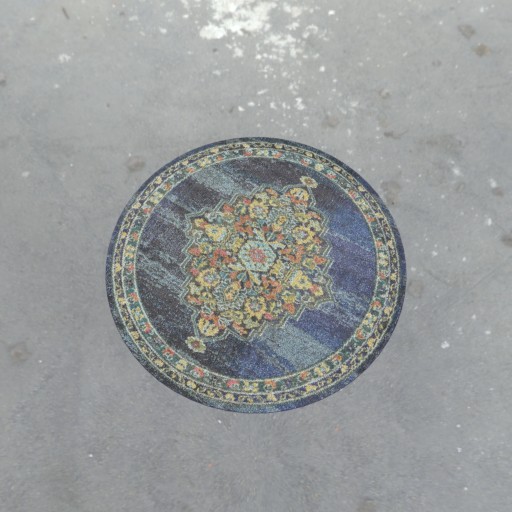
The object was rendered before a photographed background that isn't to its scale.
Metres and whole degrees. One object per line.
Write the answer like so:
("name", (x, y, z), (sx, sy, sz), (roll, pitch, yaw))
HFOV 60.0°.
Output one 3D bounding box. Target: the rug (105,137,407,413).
("rug", (0.000, 0.000, 3.546), (2.386, 0.014, 2.386), (0, 65, 0))
